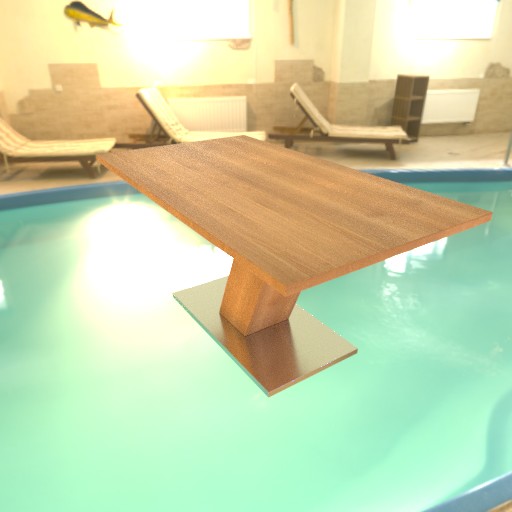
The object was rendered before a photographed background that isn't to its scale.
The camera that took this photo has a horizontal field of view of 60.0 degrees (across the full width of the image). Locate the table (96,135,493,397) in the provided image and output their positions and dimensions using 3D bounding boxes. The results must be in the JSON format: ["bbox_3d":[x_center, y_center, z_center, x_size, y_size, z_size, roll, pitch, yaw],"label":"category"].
[{"bbox_3d":[0.000,0.000,2.070,0.900,0.750,1.600,-17,31,-30],"label":"table"}]
